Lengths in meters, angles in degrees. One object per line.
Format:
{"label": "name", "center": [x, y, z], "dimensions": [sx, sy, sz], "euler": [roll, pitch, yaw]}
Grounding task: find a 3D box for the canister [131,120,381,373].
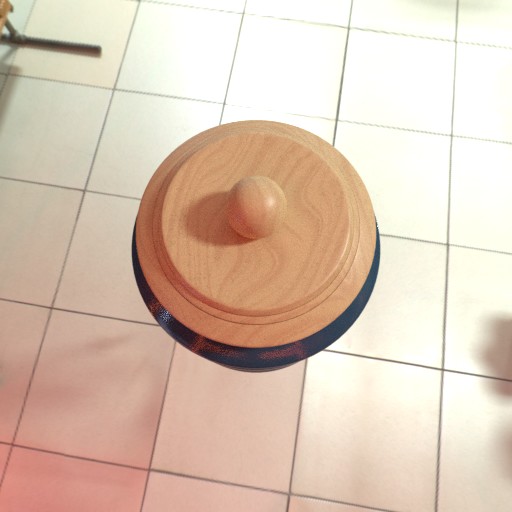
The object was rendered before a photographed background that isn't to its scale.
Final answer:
{"label": "canister", "center": [0.000, 0.000, 0.259], "dimensions": [0.130, 0.176, 0.130], "euler": [0, 74, 0]}
